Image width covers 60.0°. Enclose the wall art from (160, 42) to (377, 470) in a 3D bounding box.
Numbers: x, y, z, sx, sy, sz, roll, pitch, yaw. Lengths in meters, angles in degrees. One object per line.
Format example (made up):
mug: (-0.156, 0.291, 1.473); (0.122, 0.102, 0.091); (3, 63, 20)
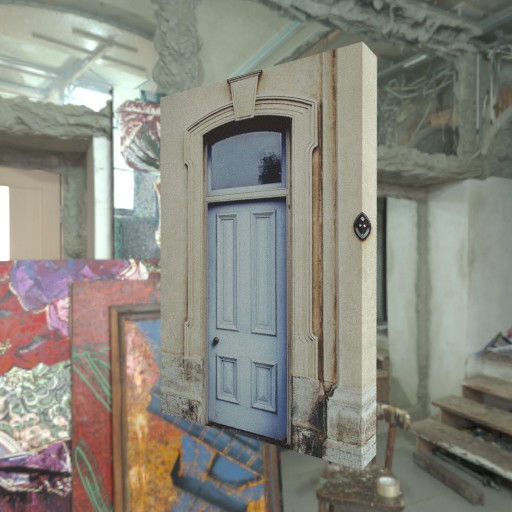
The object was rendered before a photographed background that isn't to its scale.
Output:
wall art: (0.000, 0.000, 0.481); (0.254, 0.381, 0.038); (0, 1, 34)
